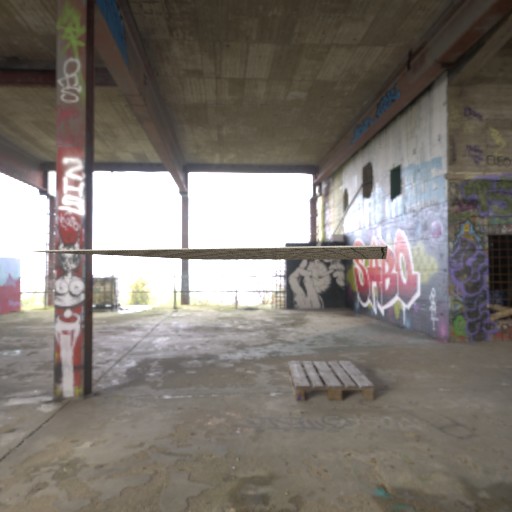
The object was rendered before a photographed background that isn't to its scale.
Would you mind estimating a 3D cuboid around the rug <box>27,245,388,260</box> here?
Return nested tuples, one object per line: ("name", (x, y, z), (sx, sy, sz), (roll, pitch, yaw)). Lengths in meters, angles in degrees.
("rug", (0.000, 0.000, 4.120), (2.330, 0.010, 3.061), (0, -2, 16))
